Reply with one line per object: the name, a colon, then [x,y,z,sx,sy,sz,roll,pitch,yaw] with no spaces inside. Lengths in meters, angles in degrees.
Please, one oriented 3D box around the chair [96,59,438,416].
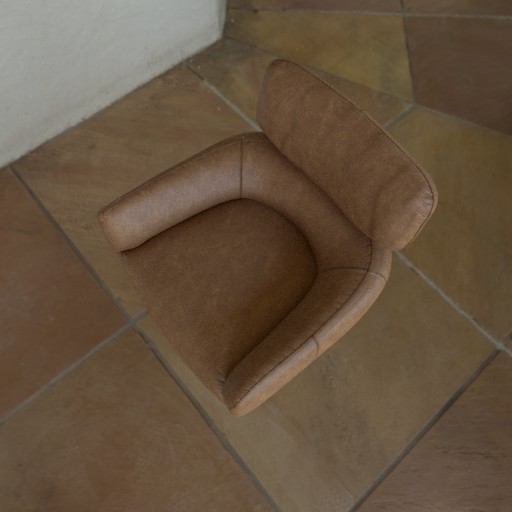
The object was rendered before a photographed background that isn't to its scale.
chair: [0.000,0.000,1.355,0.715,0.812,0.706,-35,69,-16]
